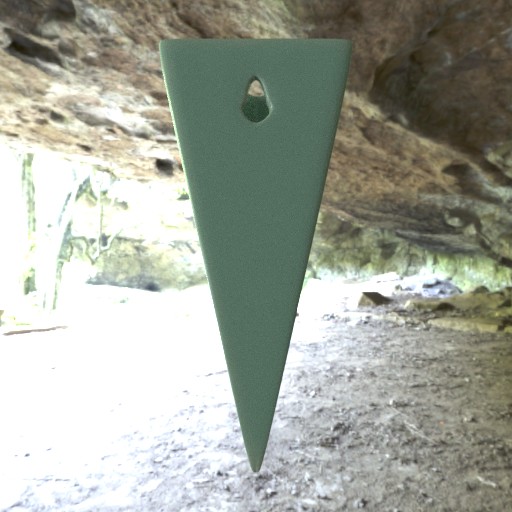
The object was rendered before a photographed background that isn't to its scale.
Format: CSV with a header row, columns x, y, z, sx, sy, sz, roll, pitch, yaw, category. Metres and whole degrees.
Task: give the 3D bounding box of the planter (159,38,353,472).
x,y,z,sx,sy,sz,roll,pitch,yaw,category
0.000,0.000,0.212,0.080,0.178,0.064,0,1,0,planter
